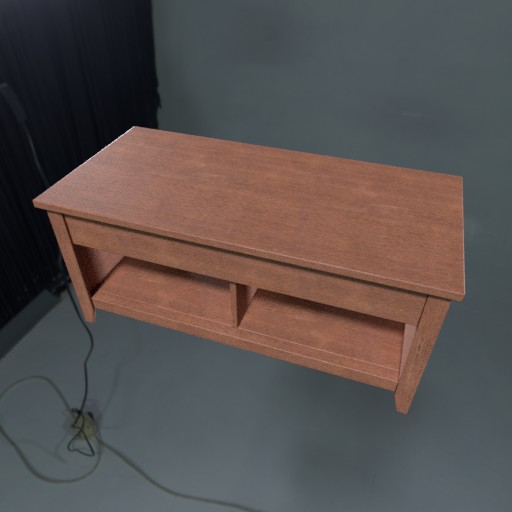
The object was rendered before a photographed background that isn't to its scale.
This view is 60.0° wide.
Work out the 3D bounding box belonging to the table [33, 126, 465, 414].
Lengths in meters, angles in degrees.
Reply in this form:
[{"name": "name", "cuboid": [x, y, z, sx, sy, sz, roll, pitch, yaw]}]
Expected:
[{"name": "table", "cuboid": [0.000, 0.000, 1.298, 1.016, 0.457, 0.483, 12, 41, 15]}]
